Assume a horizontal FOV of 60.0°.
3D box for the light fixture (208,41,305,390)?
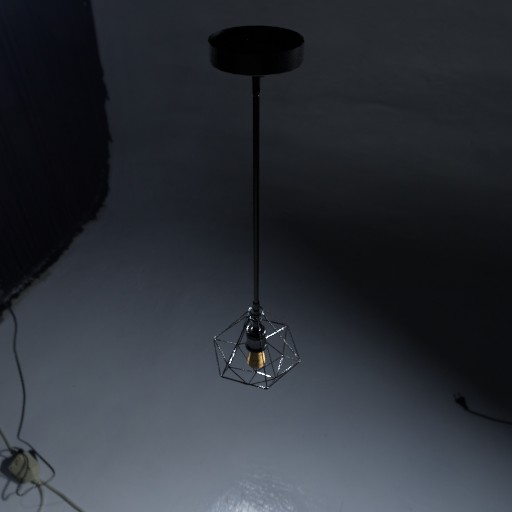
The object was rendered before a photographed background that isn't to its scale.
[{"bbox_3d":[0.000,0.000,1.931,0.487,1.764,0.431,12,43,13],"label":"light fixture"}]
